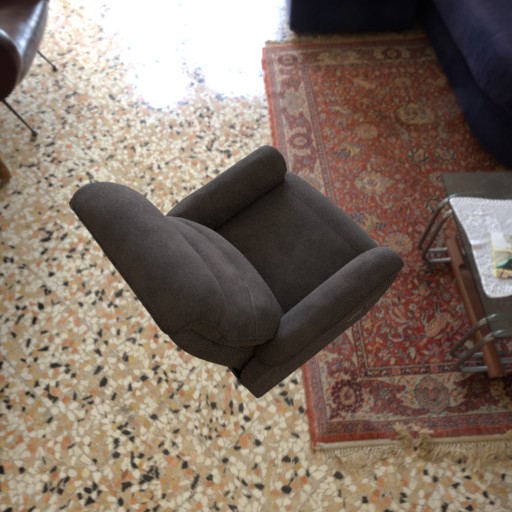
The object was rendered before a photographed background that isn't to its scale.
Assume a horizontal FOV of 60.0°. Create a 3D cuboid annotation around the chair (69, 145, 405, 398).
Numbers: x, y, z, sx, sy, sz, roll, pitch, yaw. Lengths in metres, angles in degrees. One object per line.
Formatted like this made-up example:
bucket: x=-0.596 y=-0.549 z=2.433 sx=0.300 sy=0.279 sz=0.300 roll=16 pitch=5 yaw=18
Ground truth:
chair: x=0.000 y=0.000 z=1.758 sx=1.009 sy=1.035 sz=0.830 roll=-34 pitch=64 yaw=-20
